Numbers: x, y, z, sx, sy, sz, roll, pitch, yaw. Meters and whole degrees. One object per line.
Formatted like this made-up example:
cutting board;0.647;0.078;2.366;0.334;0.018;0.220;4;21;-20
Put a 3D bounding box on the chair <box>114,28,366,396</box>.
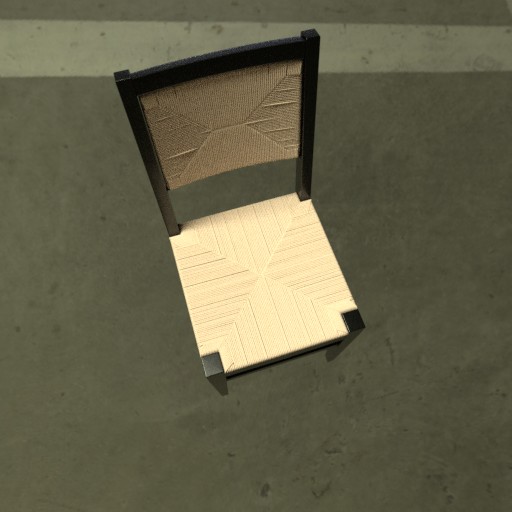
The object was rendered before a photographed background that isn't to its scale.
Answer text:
chair;0.000;0.000;1.223;0.437;0.927;0.552;-16;66;-7
